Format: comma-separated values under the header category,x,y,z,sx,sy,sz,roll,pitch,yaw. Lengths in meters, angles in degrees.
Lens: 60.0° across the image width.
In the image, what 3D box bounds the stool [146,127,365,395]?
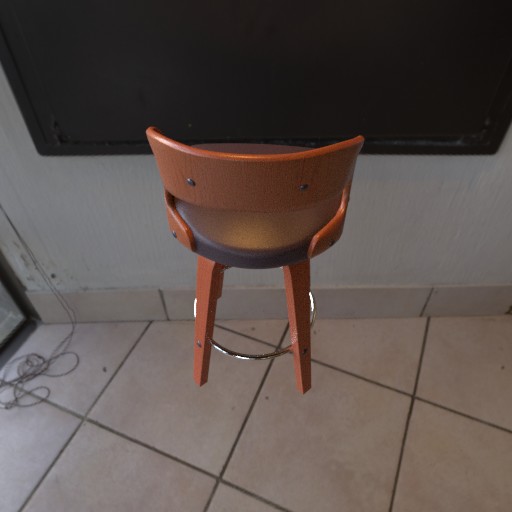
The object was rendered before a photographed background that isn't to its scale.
category,x,y,z,sx,sy,sz,roll,pitch,yaw
stool,0.000,0.000,1.182,0.457,0.940,0.457,3,48,3
